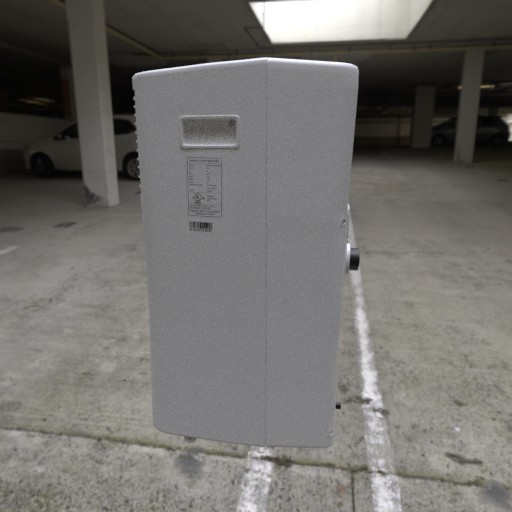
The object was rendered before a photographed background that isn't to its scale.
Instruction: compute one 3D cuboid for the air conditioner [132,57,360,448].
[{"bbox_3d":[0.000,0.000,0.794,0.349,0.606,0.304,2,14,9],"label":"air conditioner"}]
